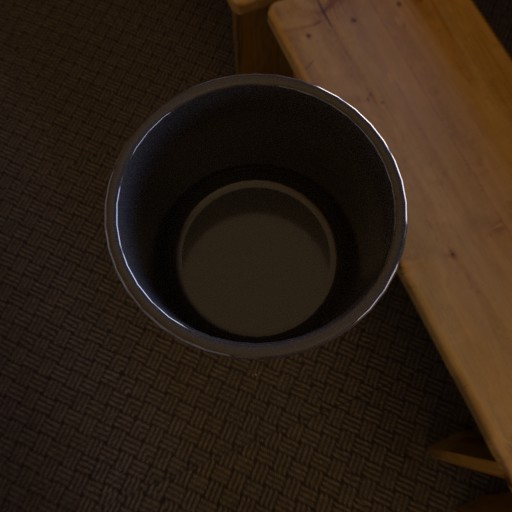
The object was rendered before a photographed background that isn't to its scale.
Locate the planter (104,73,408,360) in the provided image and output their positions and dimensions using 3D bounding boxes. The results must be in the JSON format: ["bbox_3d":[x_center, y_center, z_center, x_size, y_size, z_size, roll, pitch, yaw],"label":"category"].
[{"bbox_3d":[0.000,0.000,0.411,0.196,0.264,0.196,35,78,9],"label":"planter"}]
